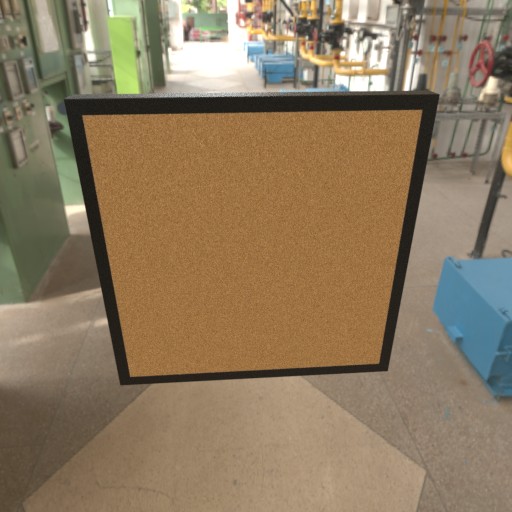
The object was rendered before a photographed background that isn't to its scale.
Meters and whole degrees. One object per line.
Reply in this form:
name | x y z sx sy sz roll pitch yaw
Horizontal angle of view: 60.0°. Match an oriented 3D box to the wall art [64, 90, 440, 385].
wall art | 0.000 0.000 0.732 0.508 0.508 0.036 -2 29 -4
